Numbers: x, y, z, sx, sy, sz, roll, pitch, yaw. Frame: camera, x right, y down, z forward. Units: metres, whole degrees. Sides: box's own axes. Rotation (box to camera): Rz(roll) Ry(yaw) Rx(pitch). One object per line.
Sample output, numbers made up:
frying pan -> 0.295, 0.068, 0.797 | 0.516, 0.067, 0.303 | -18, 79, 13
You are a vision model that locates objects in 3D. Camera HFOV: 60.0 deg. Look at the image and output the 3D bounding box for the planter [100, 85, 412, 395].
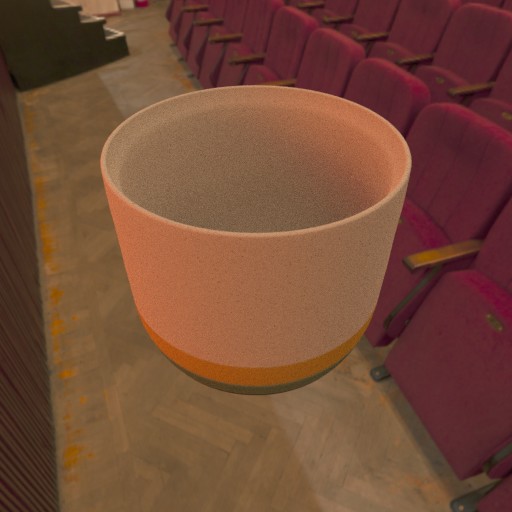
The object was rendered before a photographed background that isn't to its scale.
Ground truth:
planter -> 0.000, 0.000, 0.479 | 0.268, 0.270, 0.268 | 0, 42, 0
